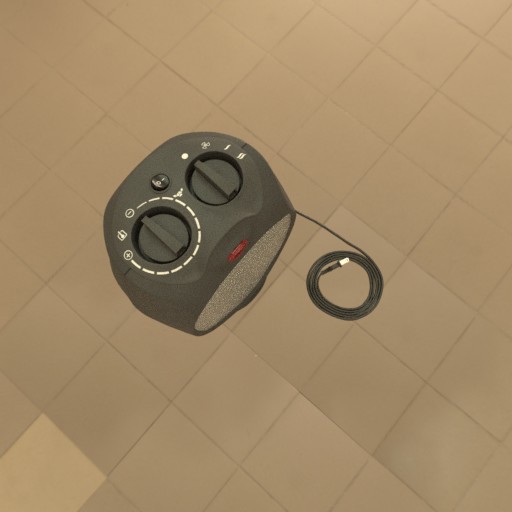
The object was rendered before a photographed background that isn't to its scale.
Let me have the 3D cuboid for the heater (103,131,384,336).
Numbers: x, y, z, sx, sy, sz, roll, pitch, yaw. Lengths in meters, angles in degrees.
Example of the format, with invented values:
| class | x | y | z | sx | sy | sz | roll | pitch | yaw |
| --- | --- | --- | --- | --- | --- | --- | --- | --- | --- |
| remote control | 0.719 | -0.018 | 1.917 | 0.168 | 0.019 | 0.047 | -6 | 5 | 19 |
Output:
| class | x | y | z | sx | sy | sz | roll | pitch | yaw |
| --- | --- | --- | --- | --- | --- | --- | --- | --- | --- |
| heater | 0.000 | 0.000 | 0.467 | 0.291 | 0.255 | 0.239 | 40 | 80 | 8 |
